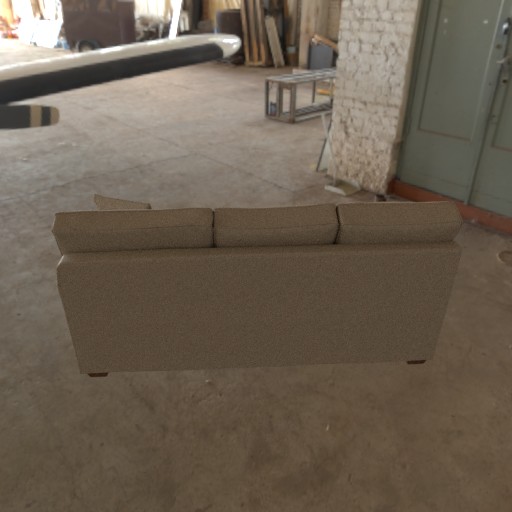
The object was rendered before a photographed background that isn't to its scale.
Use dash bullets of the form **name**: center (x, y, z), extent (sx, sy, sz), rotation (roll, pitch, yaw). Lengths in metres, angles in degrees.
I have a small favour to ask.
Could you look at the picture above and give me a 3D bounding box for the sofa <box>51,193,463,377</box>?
- **sofa**: center (0.000, 0.000, 2.650), extent (1.963, 0.946, 1.034), rotation (-2, 30, -3)
